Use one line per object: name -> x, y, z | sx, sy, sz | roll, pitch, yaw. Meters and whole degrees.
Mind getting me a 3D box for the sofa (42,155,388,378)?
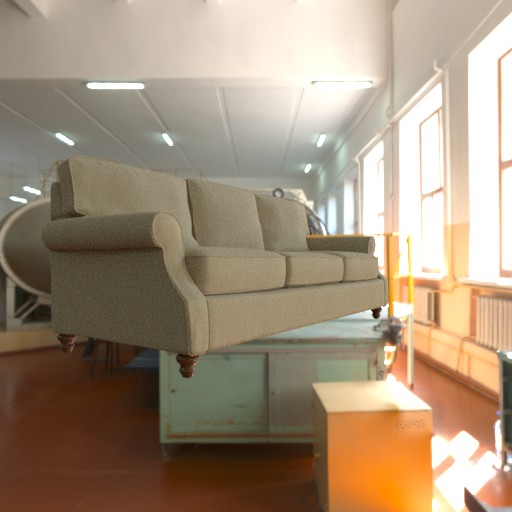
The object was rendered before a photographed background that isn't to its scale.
sofa -> 0.000, 0.000, 2.764 | 0.966, 0.948, 2.354 | 0, -1, 35
